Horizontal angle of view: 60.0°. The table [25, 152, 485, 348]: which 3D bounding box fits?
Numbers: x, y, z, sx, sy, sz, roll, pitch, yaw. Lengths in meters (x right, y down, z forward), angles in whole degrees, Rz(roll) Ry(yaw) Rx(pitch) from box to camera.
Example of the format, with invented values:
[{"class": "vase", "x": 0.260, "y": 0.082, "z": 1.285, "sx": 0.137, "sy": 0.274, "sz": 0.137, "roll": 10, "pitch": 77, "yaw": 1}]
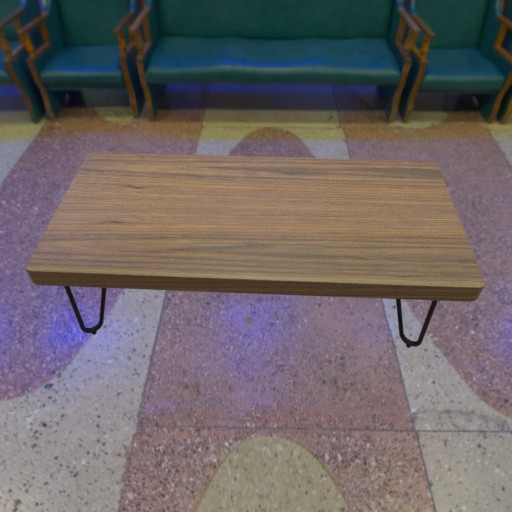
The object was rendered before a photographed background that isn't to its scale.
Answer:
[{"class": "table", "x": 0.000, "y": 0.000, "z": 1.693, "sx": 1.375, "sy": 0.468, "sz": 0.637, "roll": 2, "pitch": 46, "yaw": 2}]
